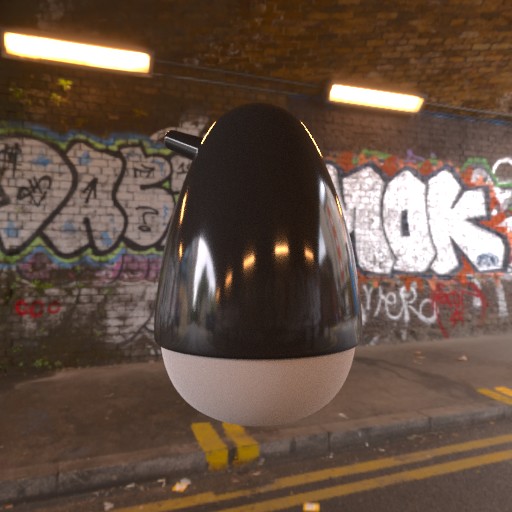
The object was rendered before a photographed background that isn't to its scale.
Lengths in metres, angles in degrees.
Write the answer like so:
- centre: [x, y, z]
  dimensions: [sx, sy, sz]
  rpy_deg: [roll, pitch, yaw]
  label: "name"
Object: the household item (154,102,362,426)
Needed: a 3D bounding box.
- centre: [0.000, 0.000, 0.223]
  dimensions: [0.104, 0.152, 0.102]
  rpy_deg: [0, -1, 20]
  label: "household item"
